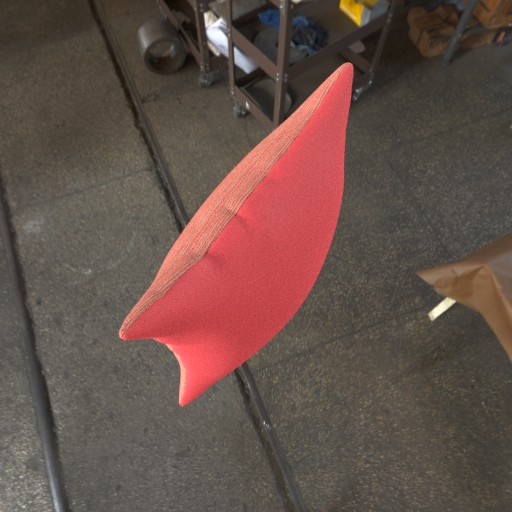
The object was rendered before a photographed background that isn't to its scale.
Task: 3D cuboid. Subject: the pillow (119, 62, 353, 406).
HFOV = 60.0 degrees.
[{"bbox_3d":[0.000,0.000,0.813,0.229,0.501,0.559,31,68,14],"label":"pillow"}]
